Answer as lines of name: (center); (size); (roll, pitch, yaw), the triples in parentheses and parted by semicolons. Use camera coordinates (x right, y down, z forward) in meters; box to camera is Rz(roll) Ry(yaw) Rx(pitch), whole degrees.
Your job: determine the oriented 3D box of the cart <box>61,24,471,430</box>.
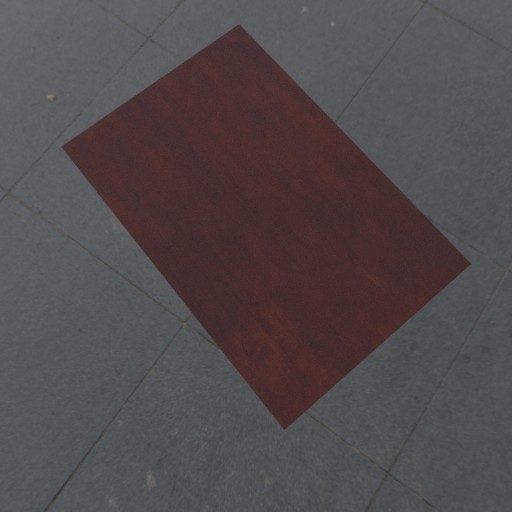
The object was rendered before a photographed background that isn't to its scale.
cart: (0.000, 0.000, 1.247); (0.442, 0.864, 0.683); (-39, 79, -9)
